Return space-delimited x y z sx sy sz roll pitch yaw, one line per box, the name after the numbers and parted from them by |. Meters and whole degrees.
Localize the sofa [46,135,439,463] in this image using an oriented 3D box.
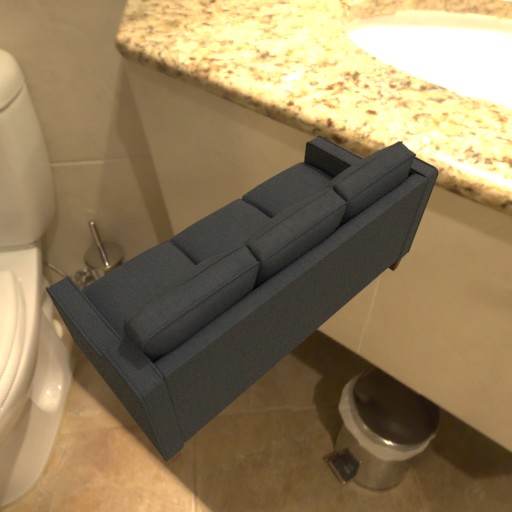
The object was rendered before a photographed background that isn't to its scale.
0.000 0.000 2.501 1.986 0.974 0.911 -34 56 -28 | sofa
